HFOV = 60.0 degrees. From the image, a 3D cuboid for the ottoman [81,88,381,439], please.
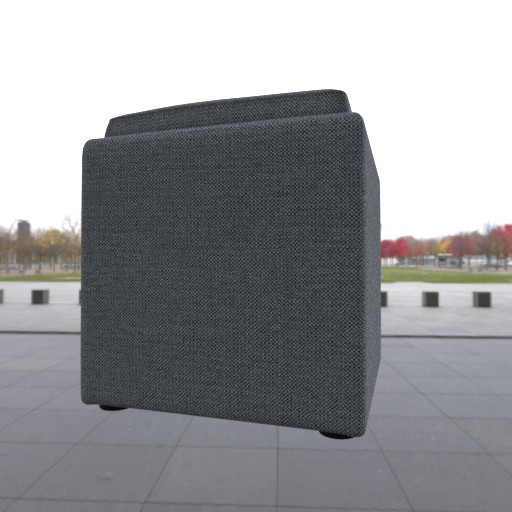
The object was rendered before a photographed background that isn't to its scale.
[{"bbox_3d":[0.000,0.000,0.837,0.436,0.487,0.454,0,-1,18],"label":"ottoman"}]
